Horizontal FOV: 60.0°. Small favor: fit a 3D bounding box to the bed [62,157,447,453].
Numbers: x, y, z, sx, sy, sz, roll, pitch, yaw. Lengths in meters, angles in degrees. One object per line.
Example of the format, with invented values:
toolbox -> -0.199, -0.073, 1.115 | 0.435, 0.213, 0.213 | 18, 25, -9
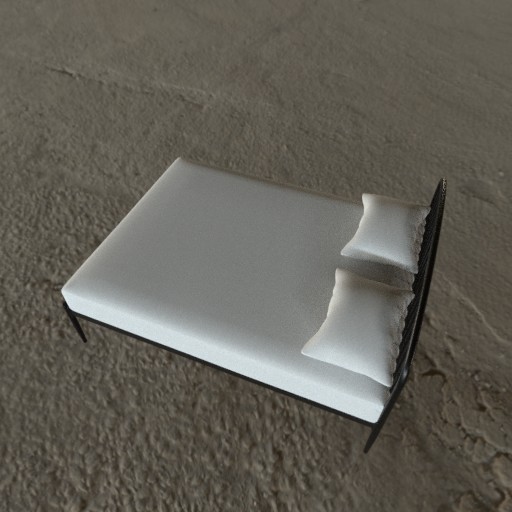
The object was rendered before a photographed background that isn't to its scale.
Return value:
bed -> 0.000, 0.000, 3.108 | 2.159, 1.166, 1.618 | 17, 50, 15
